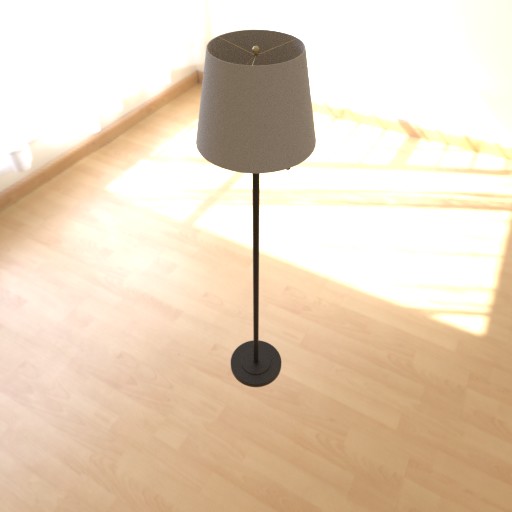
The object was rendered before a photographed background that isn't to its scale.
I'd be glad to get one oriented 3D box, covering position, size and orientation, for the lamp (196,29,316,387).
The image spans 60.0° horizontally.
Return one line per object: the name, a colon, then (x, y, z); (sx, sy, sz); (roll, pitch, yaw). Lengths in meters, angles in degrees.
lamp: (0.000, 0.000, 1.624); (0.348, 1.473, 0.348); (3, 45, 3)
